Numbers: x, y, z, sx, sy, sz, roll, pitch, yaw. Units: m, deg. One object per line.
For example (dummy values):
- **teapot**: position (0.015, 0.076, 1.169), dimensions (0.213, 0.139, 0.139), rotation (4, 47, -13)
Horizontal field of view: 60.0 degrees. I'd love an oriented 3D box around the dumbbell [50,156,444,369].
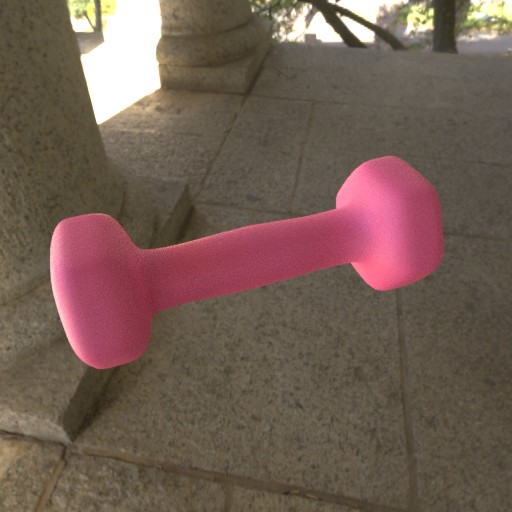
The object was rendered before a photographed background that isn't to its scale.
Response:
- **dumbbell**: position (0.000, 0.000, 0.175), dimensions (0.146, 0.053, 0.058), rotation (-13, 44, -14)
